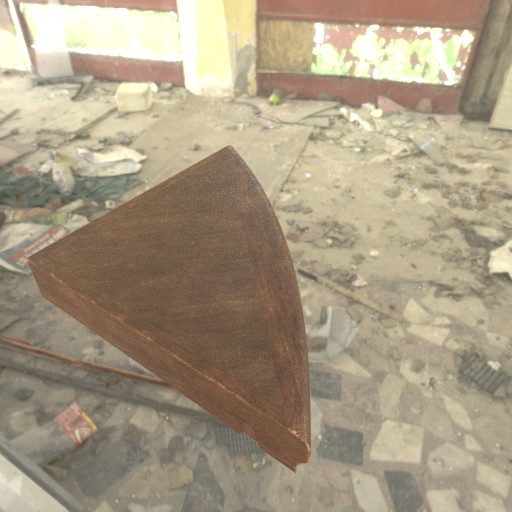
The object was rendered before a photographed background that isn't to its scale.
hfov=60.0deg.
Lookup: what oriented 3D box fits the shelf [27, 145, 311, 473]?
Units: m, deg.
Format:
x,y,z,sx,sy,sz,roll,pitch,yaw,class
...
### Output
x,y,z,sx,sy,sz,roll,pitch,yaw,class
0.000,0.000,0.457,0.310,0.050,0.310,25,45,27,shelf
